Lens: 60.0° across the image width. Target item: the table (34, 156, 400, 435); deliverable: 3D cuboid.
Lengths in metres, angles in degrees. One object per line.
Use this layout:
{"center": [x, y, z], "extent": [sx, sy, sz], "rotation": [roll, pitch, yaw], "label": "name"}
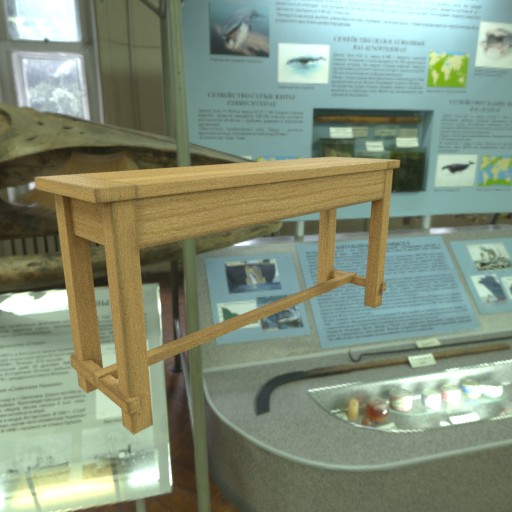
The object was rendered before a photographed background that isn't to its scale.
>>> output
{"center": [0.000, 0.000, 1.914], "extent": [0.442, 0.762, 1.599], "rotation": [15, 22, 43], "label": "table"}
